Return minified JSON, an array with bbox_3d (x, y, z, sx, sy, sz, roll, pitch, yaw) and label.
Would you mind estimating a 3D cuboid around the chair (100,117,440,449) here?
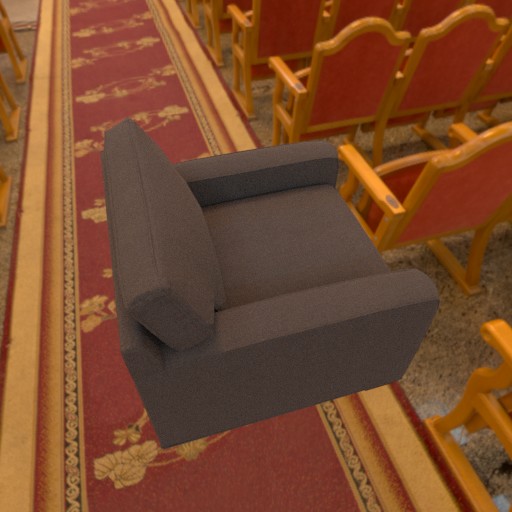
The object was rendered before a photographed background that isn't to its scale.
[{"bbox_3d":[0.000,0.000,1.801,1.043,0.913,0.997,-12,49,-11],"label":"chair"}]
